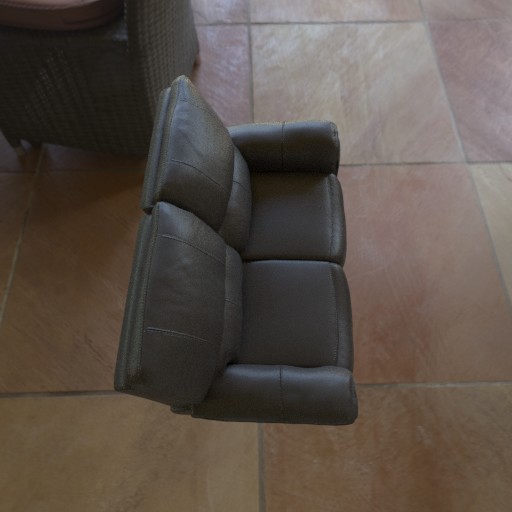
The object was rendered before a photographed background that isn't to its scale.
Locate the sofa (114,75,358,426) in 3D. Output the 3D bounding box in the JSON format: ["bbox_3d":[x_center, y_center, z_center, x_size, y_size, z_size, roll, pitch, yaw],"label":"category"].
[{"bbox_3d":[0.000,0.000,2.454,1.104,1.111,1.765,2,63,1],"label":"sofa"}]
